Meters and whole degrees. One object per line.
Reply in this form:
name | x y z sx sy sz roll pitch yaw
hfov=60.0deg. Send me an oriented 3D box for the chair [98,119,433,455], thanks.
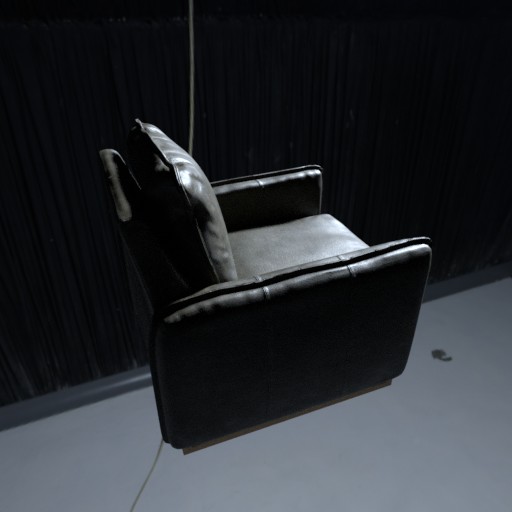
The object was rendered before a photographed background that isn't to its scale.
chair | 0.000 0.000 1.584 0.921 0.921 0.830 -12 33 -18
